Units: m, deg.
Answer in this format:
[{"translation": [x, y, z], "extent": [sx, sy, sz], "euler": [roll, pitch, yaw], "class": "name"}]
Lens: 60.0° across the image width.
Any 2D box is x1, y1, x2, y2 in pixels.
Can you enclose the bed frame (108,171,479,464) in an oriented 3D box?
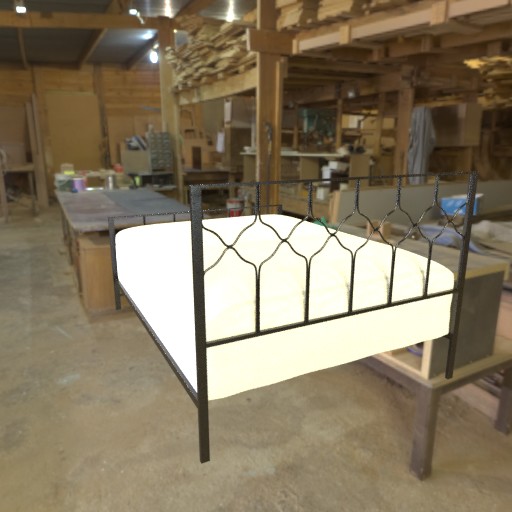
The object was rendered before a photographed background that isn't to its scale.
[{"translation": [0.000, 0.000, 3.040], "extent": [1.597, 1.222, 2.063], "euler": [-7, 17, -26], "class": "bed frame"}]
